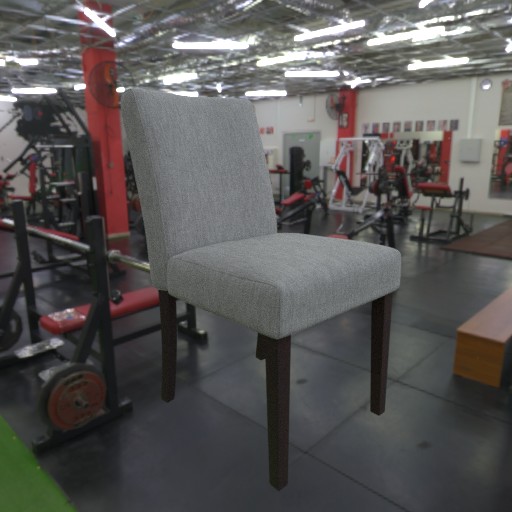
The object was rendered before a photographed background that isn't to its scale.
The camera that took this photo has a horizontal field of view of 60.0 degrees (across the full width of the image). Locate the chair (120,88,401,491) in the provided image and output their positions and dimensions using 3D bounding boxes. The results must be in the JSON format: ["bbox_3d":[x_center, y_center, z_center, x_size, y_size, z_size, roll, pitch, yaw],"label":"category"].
[{"bbox_3d":[0.000,0.000,1.221,0.487,0.884,0.629,-13,19,-42],"label":"chair"}]
